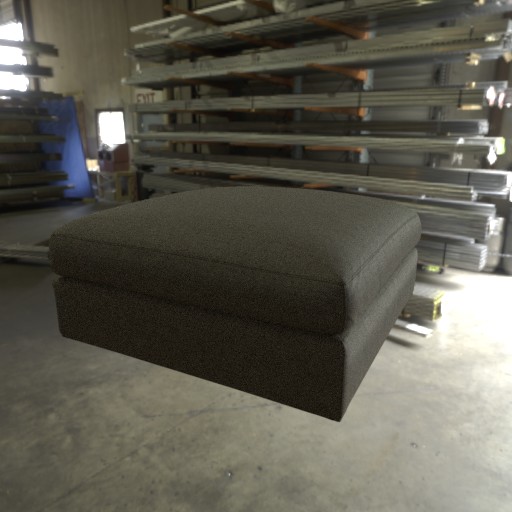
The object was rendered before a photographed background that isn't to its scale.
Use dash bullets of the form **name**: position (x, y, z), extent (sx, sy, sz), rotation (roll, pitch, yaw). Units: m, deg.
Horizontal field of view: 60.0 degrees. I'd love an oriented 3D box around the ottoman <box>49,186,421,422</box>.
- **ottoman**: position (0.000, 0.000, 1.680), extent (1.041, 0.470, 1.041), rotation (8, 18, 27)
